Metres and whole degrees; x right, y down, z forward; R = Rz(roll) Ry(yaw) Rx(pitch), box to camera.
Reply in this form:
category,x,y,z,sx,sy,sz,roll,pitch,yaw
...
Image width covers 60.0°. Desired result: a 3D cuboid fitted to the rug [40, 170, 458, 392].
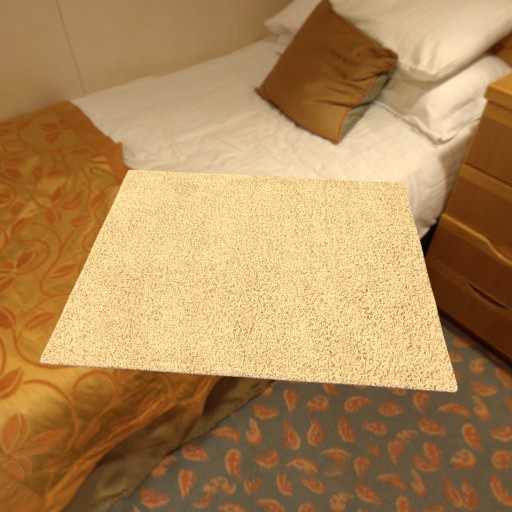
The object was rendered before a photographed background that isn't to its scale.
category,x,y,z,sx,sy,sz,roll,pitch,yaw
rug,0.000,0.000,4.042,3.047,0.029,2.438,3,46,3
